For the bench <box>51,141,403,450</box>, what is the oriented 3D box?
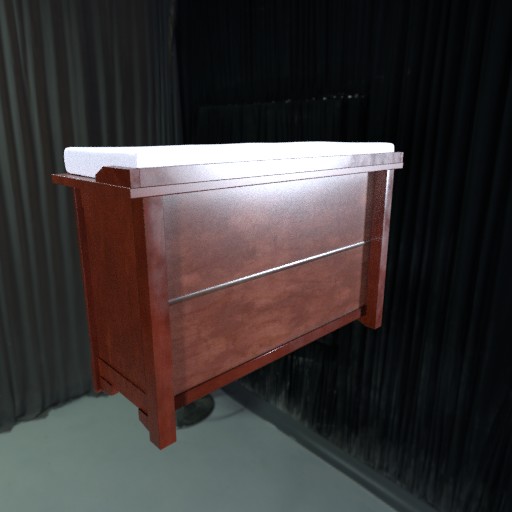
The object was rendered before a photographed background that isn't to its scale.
[{"bbox_3d":[0.000,0.000,1.320,0.987,0.646,0.369,-15,21,-42],"label":"bench"}]
